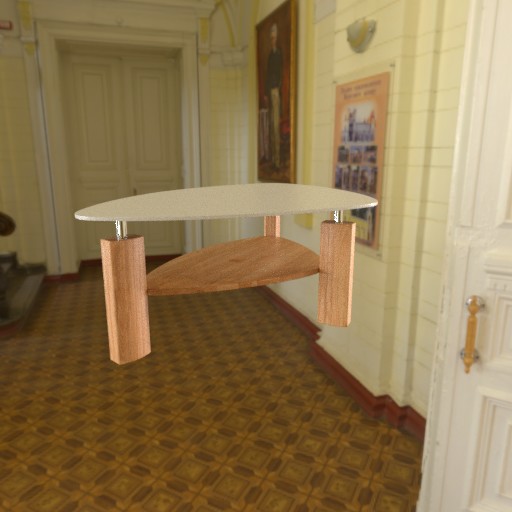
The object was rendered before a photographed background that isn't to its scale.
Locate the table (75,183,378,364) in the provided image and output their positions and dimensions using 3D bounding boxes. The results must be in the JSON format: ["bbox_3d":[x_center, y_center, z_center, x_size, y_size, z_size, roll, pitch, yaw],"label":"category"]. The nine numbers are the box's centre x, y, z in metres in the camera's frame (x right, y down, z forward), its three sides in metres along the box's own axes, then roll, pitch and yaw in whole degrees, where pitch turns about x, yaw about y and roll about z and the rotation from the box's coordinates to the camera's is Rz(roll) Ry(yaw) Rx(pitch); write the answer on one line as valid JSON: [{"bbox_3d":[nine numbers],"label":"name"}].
[{"bbox_3d":[0.000,0.000,1.648,0.850,0.440,1.250,7,15,26],"label":"table"}]
